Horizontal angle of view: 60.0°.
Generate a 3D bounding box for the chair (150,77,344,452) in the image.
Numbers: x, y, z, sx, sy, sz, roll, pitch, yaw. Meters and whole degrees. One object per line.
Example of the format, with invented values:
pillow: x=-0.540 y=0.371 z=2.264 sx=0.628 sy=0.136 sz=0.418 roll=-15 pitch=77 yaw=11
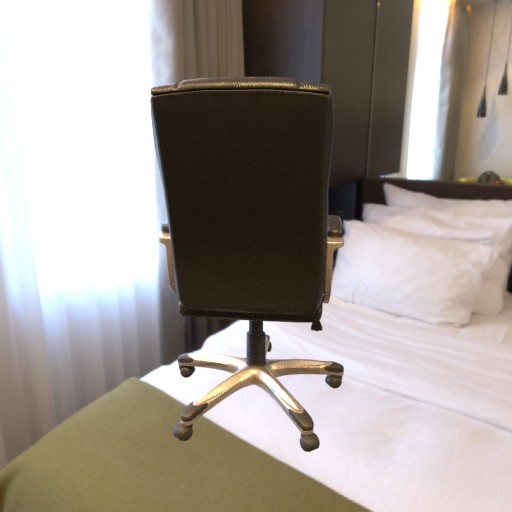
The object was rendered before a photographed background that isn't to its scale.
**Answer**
chair: x=0.000 y=0.000 z=1.622 sx=0.700 sy=1.145 sz=0.780 roll=2 pitch=16 yaw=7
